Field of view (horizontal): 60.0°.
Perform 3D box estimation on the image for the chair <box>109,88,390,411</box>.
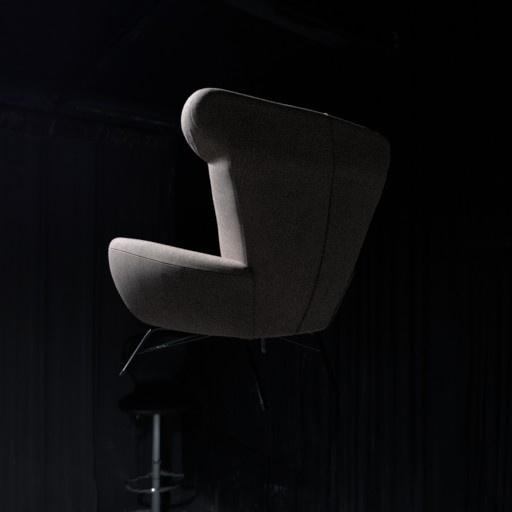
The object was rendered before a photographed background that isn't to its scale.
[{"bbox_3d":[0.000,0.000,1.845,0.980,1.040,0.900,0,-1,-37],"label":"chair"}]
